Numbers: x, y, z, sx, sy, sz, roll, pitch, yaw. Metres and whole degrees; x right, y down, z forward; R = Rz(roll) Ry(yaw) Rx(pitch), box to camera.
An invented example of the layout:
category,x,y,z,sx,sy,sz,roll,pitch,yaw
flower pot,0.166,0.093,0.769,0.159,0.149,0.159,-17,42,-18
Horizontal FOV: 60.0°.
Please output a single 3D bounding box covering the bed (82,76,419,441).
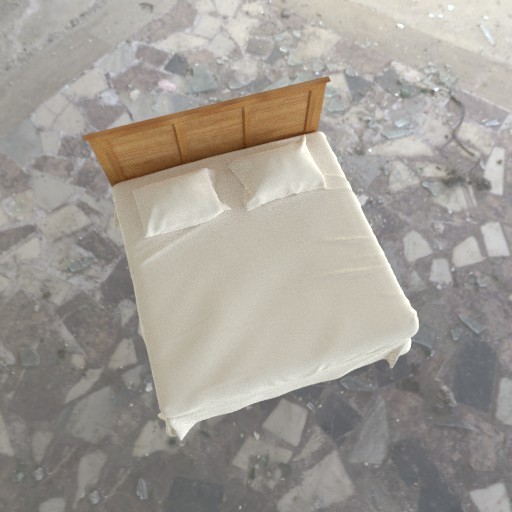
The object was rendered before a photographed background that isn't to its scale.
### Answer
category,x,y,z,sx,sy,sz,roll,pitch,yaw
bed,0.000,0.000,3.613,2.317,1.270,2.215,-16,65,-8
